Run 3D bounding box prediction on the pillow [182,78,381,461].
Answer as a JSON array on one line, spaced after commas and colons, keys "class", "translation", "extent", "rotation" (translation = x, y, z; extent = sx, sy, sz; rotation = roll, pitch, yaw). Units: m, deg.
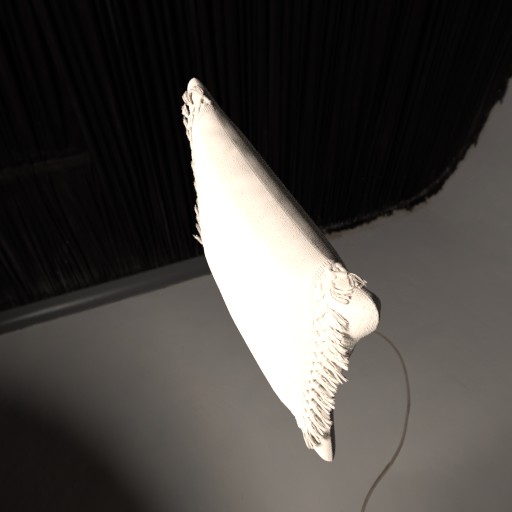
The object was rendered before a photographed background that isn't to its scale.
[{"class": "pillow", "translation": [0.000, 0.000, 0.586], "extent": [0.084, 0.305, 0.466], "rotation": [-17, 47, -16]}]
